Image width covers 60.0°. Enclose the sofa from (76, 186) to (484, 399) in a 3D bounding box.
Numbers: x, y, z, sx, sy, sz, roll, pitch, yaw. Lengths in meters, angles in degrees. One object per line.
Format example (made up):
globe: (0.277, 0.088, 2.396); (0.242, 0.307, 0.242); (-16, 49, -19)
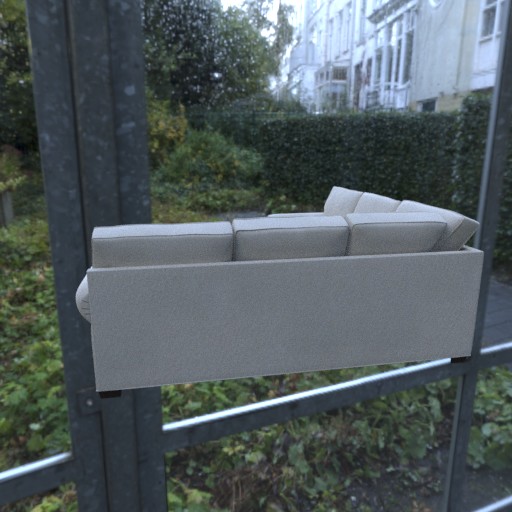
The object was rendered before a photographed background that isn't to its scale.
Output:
sofa: (0.000, 0.000, 3.890); (2.569, 1.054, 2.487); (-3, 14, -11)
